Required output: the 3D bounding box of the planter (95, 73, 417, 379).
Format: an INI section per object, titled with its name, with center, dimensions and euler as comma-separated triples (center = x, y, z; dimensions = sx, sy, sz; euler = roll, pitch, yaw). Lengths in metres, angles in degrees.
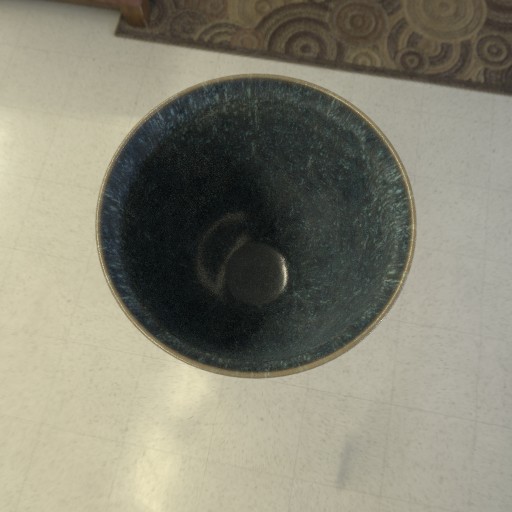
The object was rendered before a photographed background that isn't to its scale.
[planter]
center = 0.000, 0.000, 0.372
dimensions = 0.195, 0.214, 0.195
euler = 0, 76, 0
